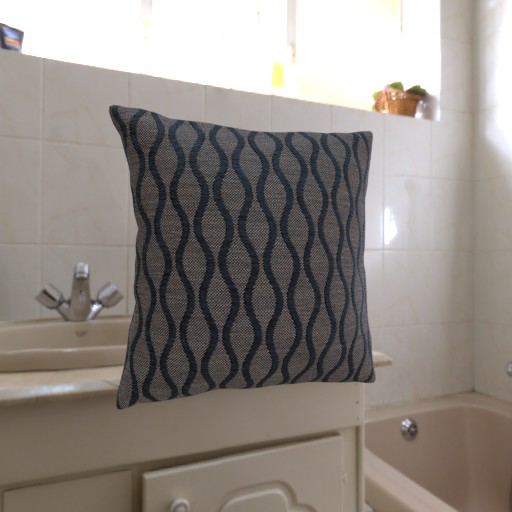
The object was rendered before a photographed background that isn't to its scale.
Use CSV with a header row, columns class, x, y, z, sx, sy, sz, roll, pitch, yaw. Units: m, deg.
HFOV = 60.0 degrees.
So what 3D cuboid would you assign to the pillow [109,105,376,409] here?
class,x,y,z,sx,sy,sz,roll,pitch,yaw
pillow,0.000,0.000,0.688,0.435,0.435,0.159,0,-1,-20
